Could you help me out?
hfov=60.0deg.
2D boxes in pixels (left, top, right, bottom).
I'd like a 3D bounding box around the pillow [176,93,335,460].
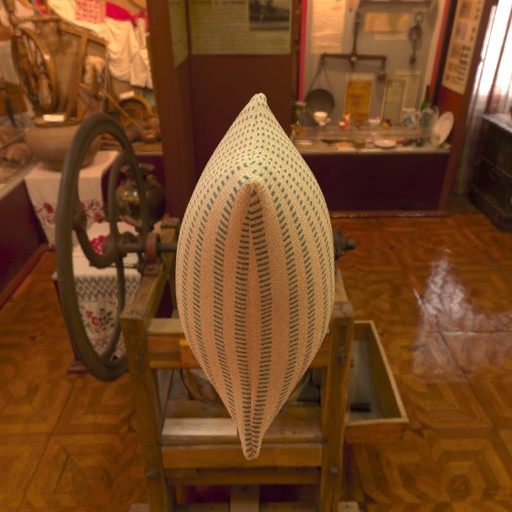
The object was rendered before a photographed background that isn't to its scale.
[{"bbox_3d":[0.000,0.000,0.705,0.247,0.419,0.438,1,31,1],"label":"pillow"}]
